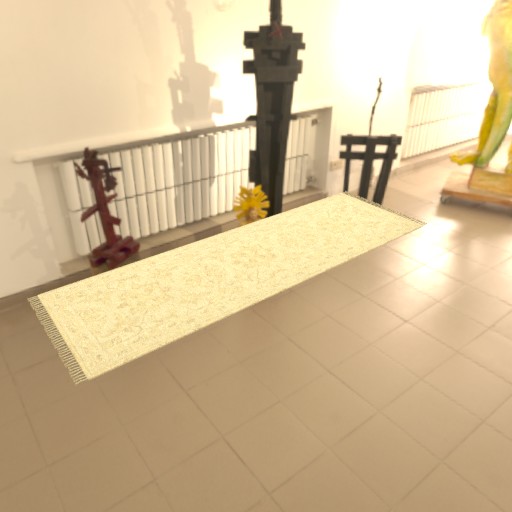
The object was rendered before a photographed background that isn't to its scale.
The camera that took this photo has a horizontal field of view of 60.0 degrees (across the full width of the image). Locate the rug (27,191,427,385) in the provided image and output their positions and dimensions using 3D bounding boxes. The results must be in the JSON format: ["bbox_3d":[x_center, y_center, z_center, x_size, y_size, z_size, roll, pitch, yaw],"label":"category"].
[{"bbox_3d":[0.000,0.000,2.820,2.544,0.015,0.795,-21,36,-32],"label":"rug"}]
